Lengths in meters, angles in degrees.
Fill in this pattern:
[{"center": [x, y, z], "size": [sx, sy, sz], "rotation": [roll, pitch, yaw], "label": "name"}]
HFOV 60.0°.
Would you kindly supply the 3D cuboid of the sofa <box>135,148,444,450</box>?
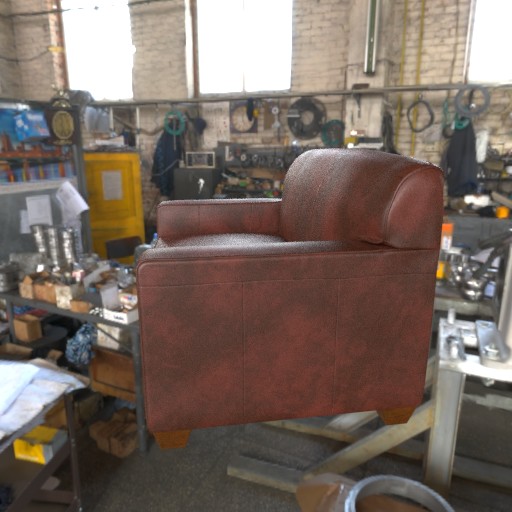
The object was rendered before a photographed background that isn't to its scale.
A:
[{"center": [0.000, 0.000, 2.027], "size": [1.000, 0.956, 1.413], "rotation": [-2, 14, -9], "label": "sofa"}]
